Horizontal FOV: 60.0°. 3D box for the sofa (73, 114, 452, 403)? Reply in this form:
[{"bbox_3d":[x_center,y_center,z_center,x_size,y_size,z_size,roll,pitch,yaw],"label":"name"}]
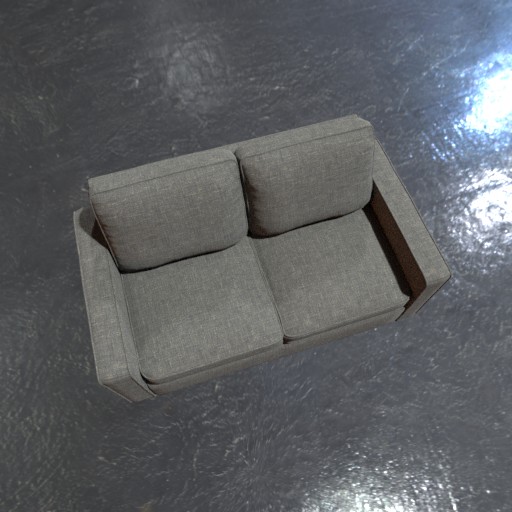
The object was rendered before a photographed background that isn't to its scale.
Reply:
[{"bbox_3d":[0.000,0.000,2.314,1.709,0.918,0.947,-16,65,-8],"label":"sofa"}]
